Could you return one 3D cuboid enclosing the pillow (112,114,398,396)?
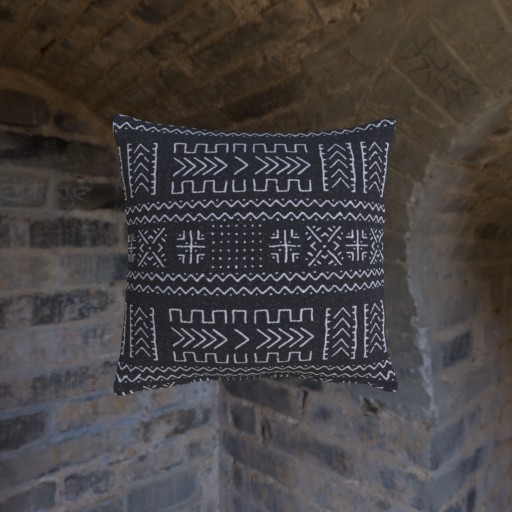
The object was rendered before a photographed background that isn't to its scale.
[{"bbox_3d":[0.000,0.000,0.678,0.438,0.430,0.164,0,1,0],"label":"pillow"}]
